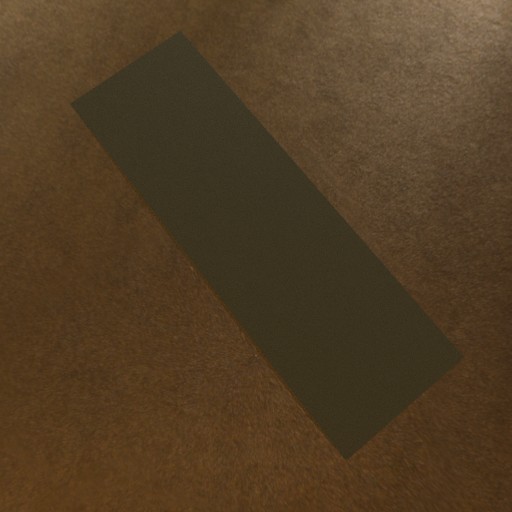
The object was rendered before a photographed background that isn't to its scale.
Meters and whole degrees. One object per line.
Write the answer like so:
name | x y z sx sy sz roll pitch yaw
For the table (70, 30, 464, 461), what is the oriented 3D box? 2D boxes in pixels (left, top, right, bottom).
table | 0.000 0.000 1.599 0.400 0.855 1.200 -38 80 -8
